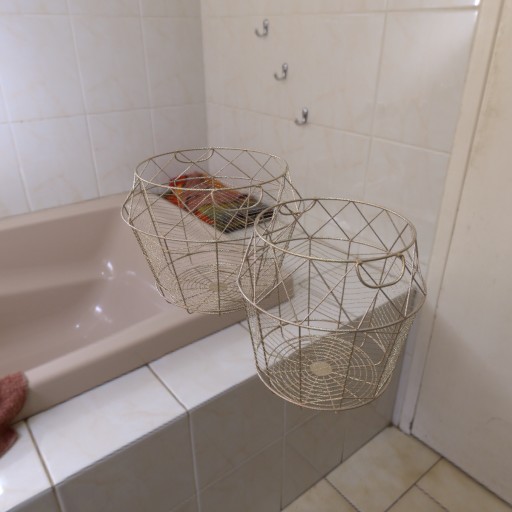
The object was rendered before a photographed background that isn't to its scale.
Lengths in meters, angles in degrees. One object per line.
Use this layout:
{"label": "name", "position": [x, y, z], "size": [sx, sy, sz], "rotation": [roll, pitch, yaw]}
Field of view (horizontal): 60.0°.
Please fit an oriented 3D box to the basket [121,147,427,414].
{"label": "basket", "position": [0.000, 0.000, 1.014], "size": [0.451, 0.343, 0.805], "rotation": [-18, 32, -32]}
